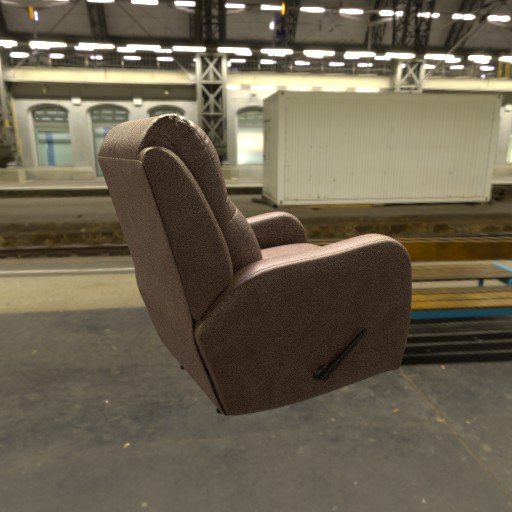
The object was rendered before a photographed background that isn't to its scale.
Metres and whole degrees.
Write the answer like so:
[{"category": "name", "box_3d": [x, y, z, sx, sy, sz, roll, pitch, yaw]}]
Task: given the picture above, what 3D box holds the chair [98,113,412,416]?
[{"category": "chair", "box_3d": [0.000, 0.000, 1.821, 1.067, 1.067, 0.865, -8, 16, -29]}]
